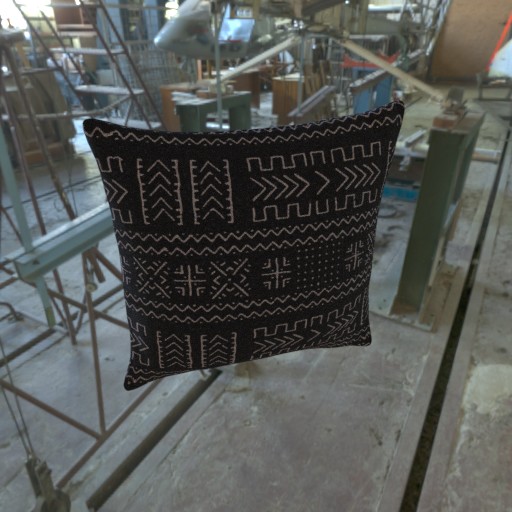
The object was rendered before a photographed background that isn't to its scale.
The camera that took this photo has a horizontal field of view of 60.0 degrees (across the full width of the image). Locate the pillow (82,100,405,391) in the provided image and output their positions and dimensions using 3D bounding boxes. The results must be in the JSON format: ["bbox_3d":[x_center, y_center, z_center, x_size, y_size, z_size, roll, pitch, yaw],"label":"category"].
[{"bbox_3d":[0.000,0.000,0.667,0.438,0.430,0.164,-8,29,-14],"label":"pillow"}]
